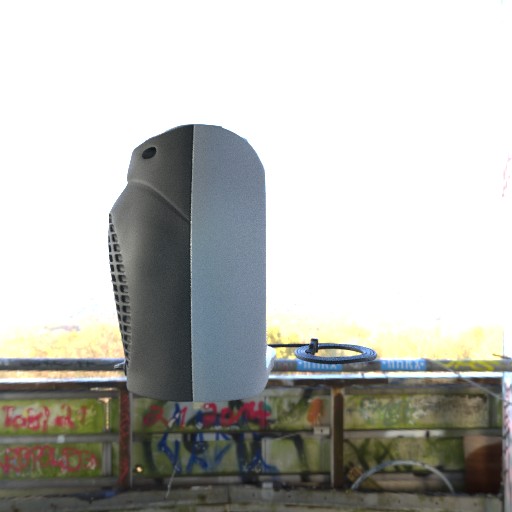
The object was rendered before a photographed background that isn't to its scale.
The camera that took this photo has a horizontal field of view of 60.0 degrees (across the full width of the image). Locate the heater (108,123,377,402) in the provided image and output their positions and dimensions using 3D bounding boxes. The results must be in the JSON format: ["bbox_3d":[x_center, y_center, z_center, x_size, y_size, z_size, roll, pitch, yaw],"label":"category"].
[{"bbox_3d":[0.000,0.000,0.462,0.291,0.240,0.239,0,0,-1],"label":"heater"}]
